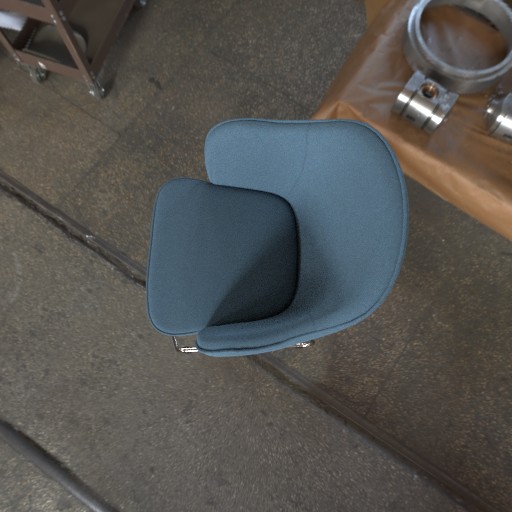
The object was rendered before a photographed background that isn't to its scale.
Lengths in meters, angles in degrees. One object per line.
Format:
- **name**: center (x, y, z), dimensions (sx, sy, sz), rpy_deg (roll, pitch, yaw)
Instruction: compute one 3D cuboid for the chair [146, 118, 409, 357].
- **chair**: center (0.000, 0.000, 1.234), dimensions (0.585, 0.815, 0.570), rpy_deg (1, 74, 0)
